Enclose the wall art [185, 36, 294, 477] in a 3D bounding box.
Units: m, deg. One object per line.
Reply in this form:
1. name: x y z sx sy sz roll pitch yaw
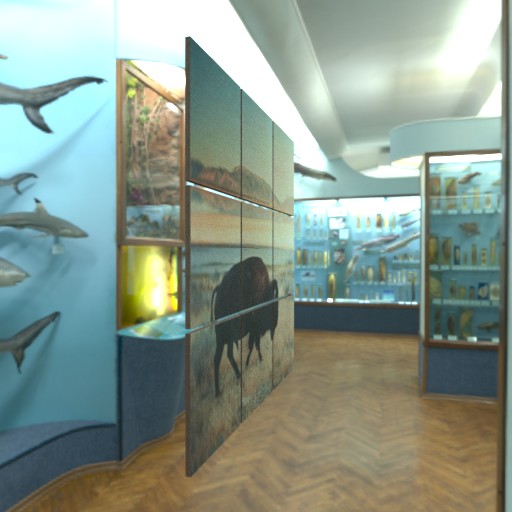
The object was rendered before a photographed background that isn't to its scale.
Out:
1. wall art: 0.000 0.000 1.340 0.018 0.904 0.906 0 0 18
